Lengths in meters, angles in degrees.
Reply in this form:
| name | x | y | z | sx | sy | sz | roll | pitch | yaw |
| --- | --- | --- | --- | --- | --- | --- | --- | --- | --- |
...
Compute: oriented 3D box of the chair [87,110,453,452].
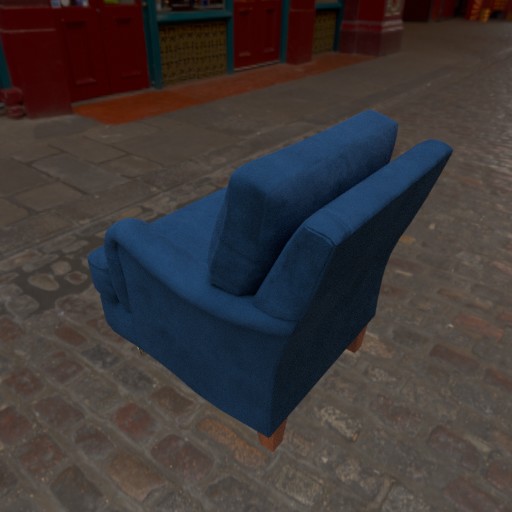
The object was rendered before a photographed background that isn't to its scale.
| name | x | y | z | sx | sy | sz | roll | pitch | yaw |
| --- | --- | --- | --- | --- | --- | --- | --- | --- | --- |
| chair | 0.000 | 0.000 | 1.753 | 1.078 | 1.076 | 0.895 | 23 | 39 | 31 |
